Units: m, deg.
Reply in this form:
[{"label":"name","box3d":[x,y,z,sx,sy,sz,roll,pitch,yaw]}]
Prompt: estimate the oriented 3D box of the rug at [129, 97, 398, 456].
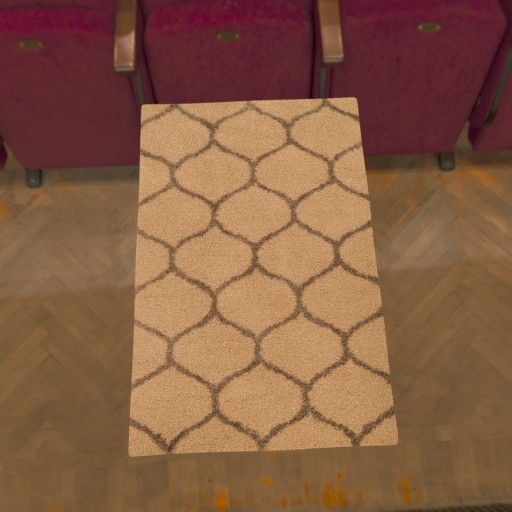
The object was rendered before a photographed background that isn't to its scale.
[{"label":"rug","box3d":[0.000,0.000,3.329,1.801,0.026,2.701,-2,74,-1]}]
